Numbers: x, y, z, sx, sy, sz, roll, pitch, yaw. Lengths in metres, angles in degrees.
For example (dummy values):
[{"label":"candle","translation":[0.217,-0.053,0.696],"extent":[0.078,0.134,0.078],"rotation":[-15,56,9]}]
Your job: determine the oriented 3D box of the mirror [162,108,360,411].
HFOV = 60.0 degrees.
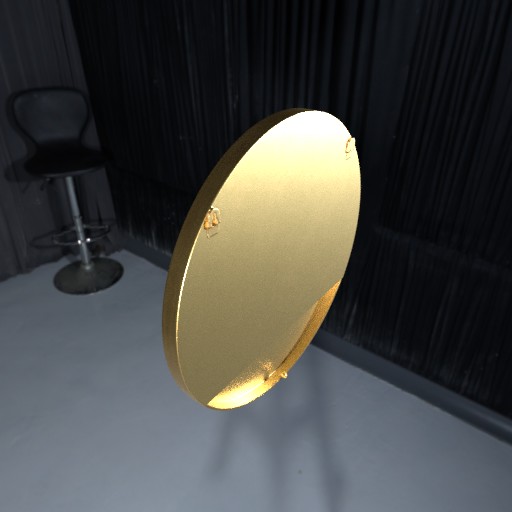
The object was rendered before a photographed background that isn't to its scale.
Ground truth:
[{"label":"mirror","translation":[0.000,0.000,0.698],"extent":[0.133,0.457,0.457],"rotation":[22,38,31]}]
